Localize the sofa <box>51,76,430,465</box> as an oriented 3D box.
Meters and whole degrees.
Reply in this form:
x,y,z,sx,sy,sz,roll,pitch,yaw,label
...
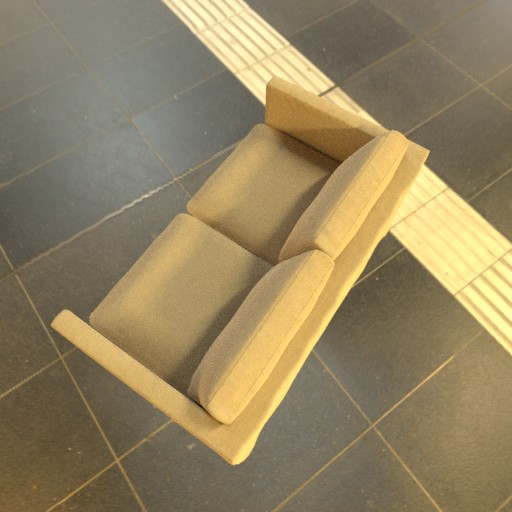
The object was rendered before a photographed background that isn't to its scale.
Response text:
x,y,z,sx,sy,sz,roll,pitch,yaw,label
0.000,0.000,2.249,0.962,0.835,1.719,31,68,14,sofa
